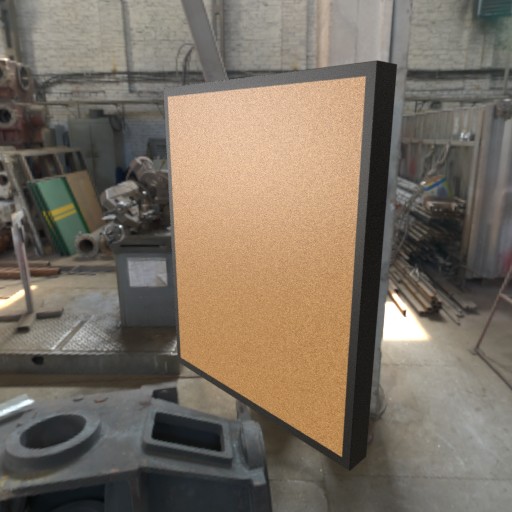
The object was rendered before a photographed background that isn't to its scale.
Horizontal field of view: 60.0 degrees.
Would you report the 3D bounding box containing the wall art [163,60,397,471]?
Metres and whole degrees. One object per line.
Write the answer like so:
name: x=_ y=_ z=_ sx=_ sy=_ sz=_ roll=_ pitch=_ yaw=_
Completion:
wall art: x=0.000 y=0.000 z=0.494 sx=0.030 sy=0.369 sz=0.294 roll=-14 pitch=21 yaw=-42
